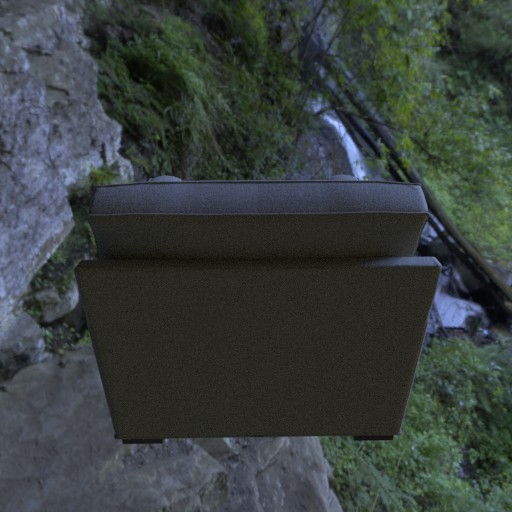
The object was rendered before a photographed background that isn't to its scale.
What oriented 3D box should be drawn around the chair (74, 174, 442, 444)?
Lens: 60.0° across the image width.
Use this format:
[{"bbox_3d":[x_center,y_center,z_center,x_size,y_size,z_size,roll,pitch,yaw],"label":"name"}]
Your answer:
[{"bbox_3d":[0.000,0.000,1.758,0.999,0.934,1.044,0,31,-1],"label":"chair"}]
